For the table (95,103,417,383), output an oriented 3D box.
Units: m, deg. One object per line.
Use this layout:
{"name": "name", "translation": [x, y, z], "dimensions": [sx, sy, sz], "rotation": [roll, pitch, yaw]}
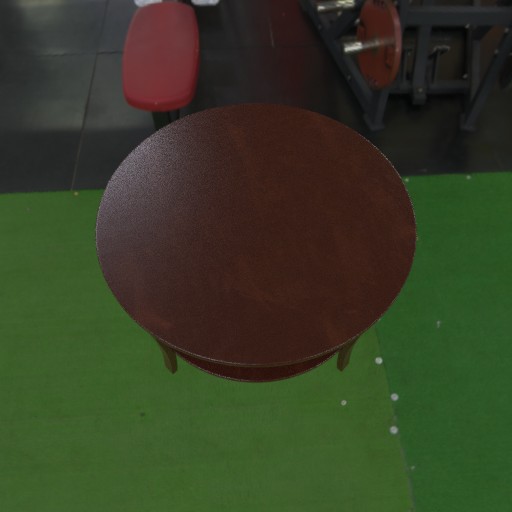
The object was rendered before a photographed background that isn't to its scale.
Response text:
{"name": "table", "translation": [0.000, 0.000, 1.493], "dimensions": [0.911, 0.512, 0.911], "rotation": [0, 59, 0]}
